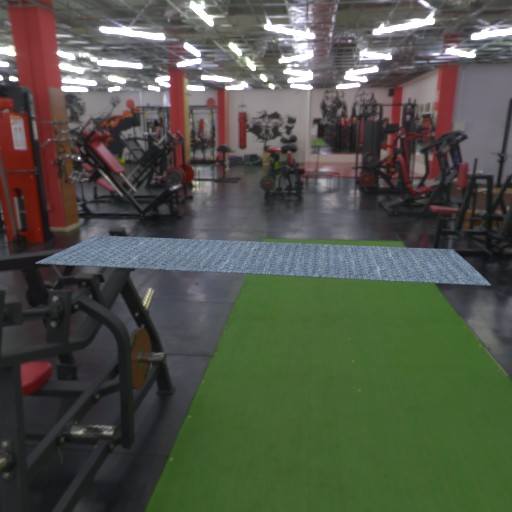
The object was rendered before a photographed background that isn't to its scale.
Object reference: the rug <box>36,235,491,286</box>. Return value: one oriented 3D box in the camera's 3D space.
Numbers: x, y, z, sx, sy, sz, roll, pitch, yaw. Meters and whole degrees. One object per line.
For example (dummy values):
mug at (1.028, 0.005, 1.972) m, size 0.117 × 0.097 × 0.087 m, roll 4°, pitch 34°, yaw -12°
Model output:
rug at (0.000, 0.000, 2.672) m, size 2.443 × 0.008 × 0.688 m, roll 2°, pitch 16°, yaw 9°
